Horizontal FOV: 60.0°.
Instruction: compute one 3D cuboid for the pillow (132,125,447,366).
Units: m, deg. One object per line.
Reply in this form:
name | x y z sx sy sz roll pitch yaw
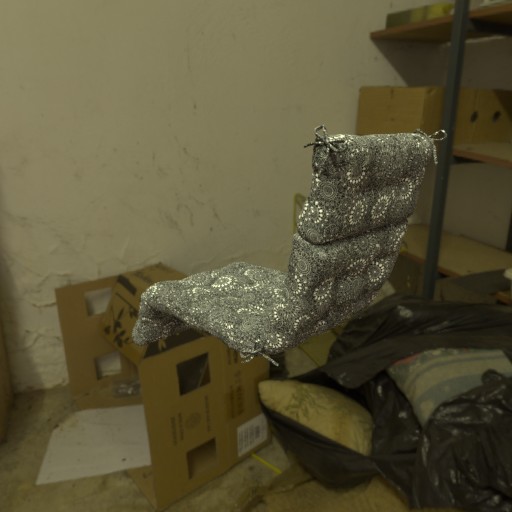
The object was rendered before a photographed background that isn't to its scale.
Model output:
pillow | 0.000 0.000 1.523 0.526 0.863 1.016 -15 22 -42
